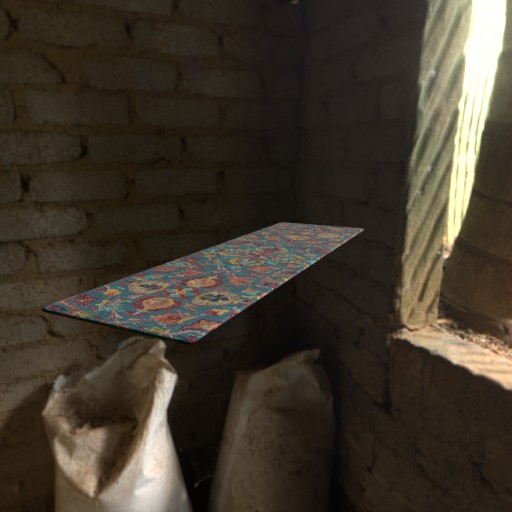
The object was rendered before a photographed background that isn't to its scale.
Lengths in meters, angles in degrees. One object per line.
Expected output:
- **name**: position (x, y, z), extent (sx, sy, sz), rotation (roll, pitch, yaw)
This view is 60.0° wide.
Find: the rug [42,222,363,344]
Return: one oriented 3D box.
- **rug**: position (0.000, 0.000, 2.509), extent (0.686, 0.013, 2.286), rotation (7, 15, 26)
